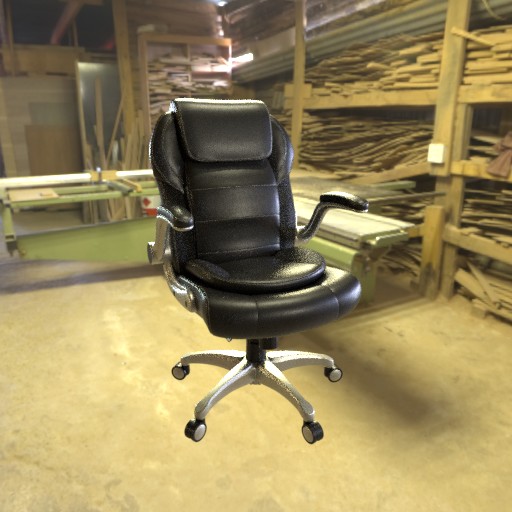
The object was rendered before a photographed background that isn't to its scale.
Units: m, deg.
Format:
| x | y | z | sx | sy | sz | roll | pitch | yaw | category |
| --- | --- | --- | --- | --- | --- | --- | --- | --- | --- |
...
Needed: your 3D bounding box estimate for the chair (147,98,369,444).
| x | y | z | sx | sy | sz | roll | pitch | yaw | category |
| --- | --- | --- | --- | --- | --- | --- | --- | --- | --- |
| 0.000 | 0.000 | 1.665 | 0.724 | 1.141 | 0.801 | -8 | 18 | -24 | chair |
